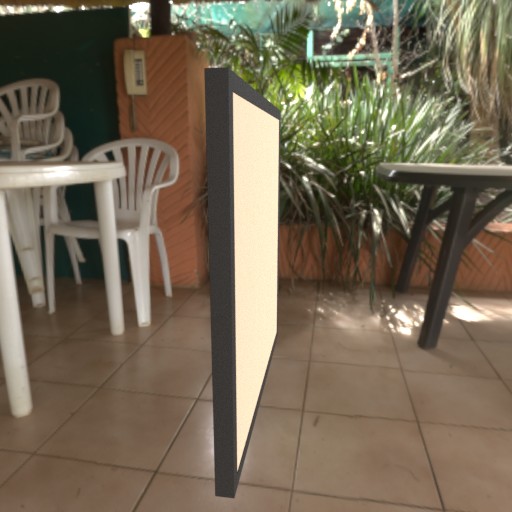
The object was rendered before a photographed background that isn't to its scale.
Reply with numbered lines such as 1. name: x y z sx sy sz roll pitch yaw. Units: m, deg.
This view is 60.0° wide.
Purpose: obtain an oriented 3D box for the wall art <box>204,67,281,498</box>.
1. wall art: 0.000 0.000 0.448 0.015 0.304 0.306 2 14 9
